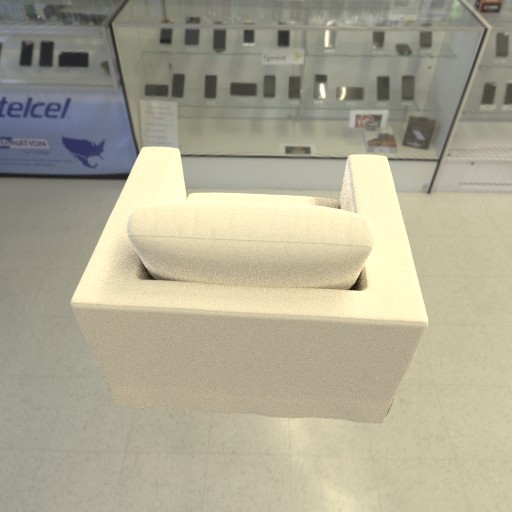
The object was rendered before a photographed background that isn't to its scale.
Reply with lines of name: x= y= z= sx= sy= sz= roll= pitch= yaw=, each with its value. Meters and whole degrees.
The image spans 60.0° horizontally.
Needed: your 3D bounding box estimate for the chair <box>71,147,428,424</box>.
chair: x=0.000 y=0.000 z=1.826 sx=1.150 sy=0.878 sz=0.957 roll=3 pitch=45 yaw=3
